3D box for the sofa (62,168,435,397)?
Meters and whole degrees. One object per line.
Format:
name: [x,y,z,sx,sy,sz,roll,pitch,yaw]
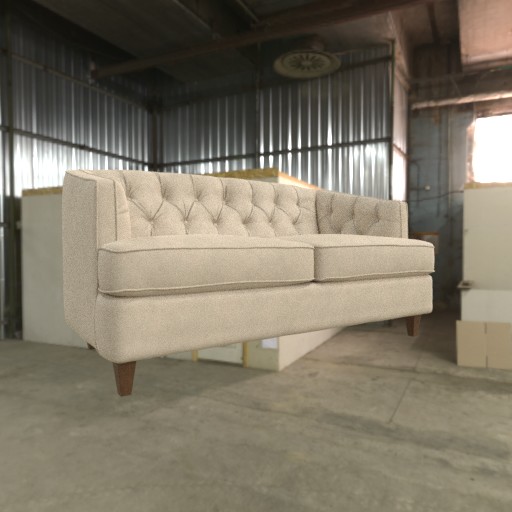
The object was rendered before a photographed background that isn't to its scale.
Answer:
sofa: [0.000,0.000,2.221,1.731,0.878,0.940,-2,3,-35]
